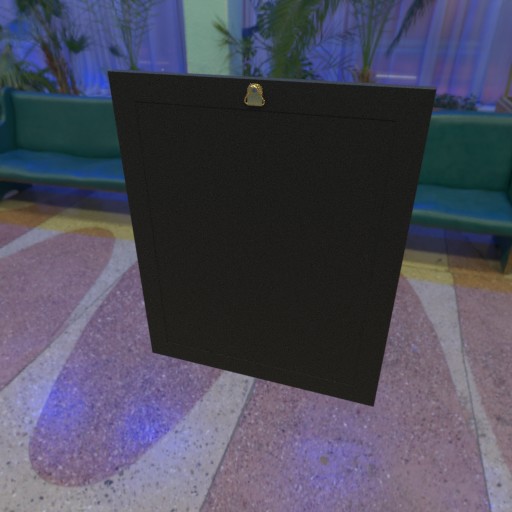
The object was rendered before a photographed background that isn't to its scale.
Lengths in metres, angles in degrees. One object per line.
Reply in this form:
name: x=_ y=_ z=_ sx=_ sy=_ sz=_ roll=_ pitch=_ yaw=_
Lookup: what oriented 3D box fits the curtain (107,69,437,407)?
curtain: x=0.000 y=0.000 z=0.778 sx=0.483 sy=0.585 sz=0.027 roll=10 pitch=32 yaw=16
